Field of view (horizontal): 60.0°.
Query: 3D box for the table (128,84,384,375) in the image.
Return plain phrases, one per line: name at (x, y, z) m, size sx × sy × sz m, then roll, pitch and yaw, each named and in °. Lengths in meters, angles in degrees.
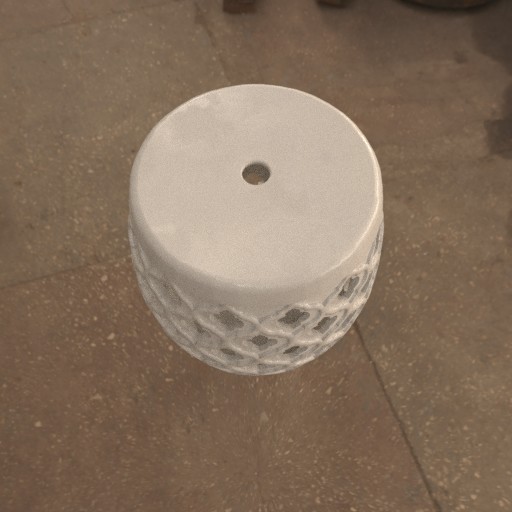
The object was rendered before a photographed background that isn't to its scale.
table at (0.000, 0.000, 0.628) m, size 0.325 × 0.388 × 0.325 m, roll 0°, pitch 64°, yaw 0°
